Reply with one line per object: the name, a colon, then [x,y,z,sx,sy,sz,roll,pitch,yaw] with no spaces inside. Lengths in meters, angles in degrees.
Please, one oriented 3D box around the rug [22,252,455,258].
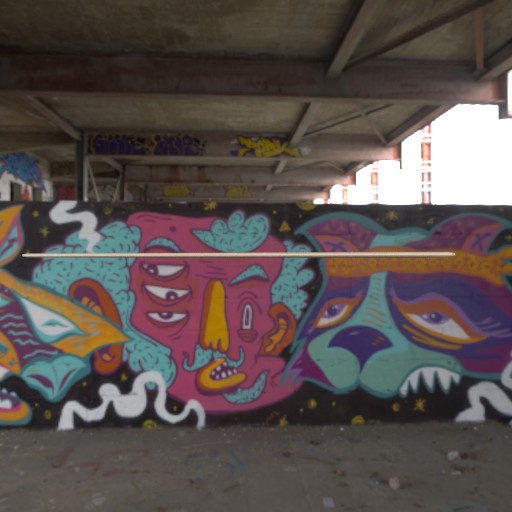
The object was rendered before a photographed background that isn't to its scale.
rug: [0.000,0.000,2.720,2.081,0.020,1.525,0,0,17]
